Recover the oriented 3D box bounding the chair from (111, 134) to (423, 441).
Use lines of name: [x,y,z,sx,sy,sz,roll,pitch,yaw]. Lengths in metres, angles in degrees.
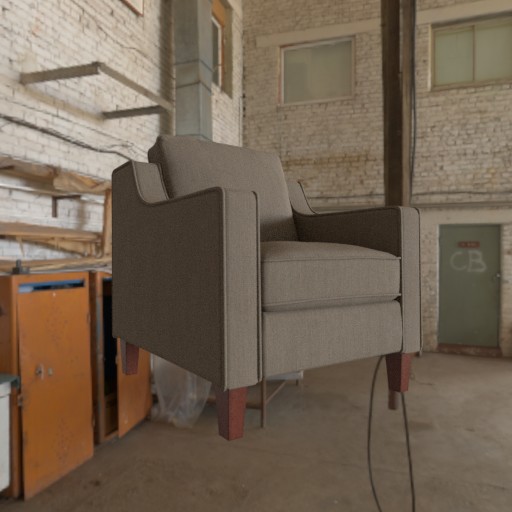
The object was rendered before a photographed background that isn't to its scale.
chair: [0.000,0.000,1.695,0.831,0.960,0.909,0,0,-35]
